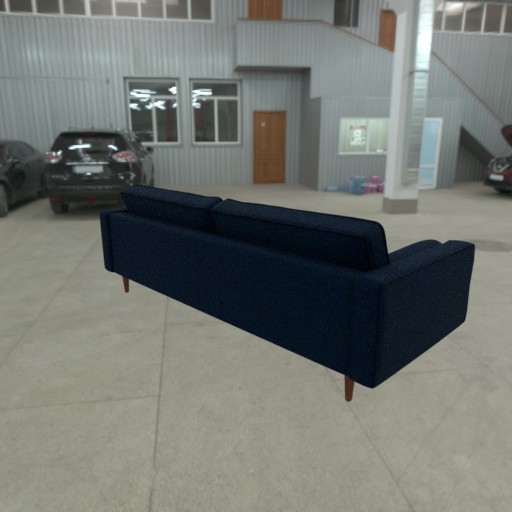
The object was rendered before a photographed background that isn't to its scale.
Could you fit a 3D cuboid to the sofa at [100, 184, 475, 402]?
[{"bbox_3d":[0.000,0.000,2.681,0.914,0.762,2.210,-15,21,-43],"label":"sofa"}]
